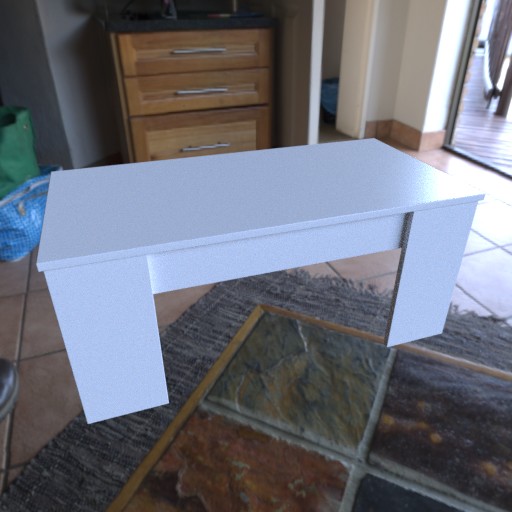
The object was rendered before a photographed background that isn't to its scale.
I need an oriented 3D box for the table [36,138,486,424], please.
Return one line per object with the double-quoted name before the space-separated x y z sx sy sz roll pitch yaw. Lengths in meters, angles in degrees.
"table" 0.000 0.000 1.244 1.000 0.440 0.500 -10 32 -16
